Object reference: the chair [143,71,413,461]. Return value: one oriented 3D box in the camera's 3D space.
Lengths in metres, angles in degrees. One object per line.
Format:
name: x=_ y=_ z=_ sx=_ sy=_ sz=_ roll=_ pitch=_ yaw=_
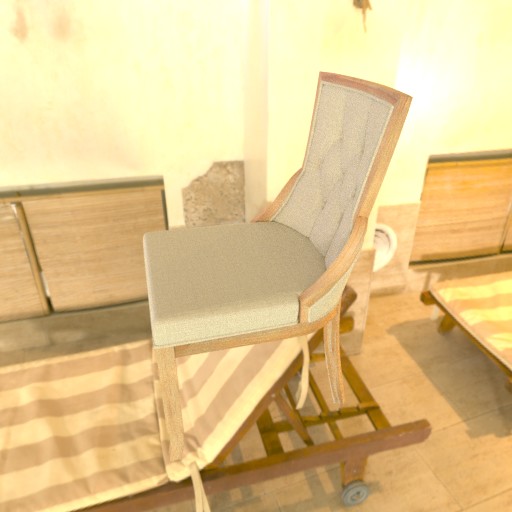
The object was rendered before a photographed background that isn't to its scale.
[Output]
chair: x=0.000 y=0.000 z=1.304 sx=0.641 sy=0.947 sz=0.524 roll=-8 pitch=30 yaw=-13
